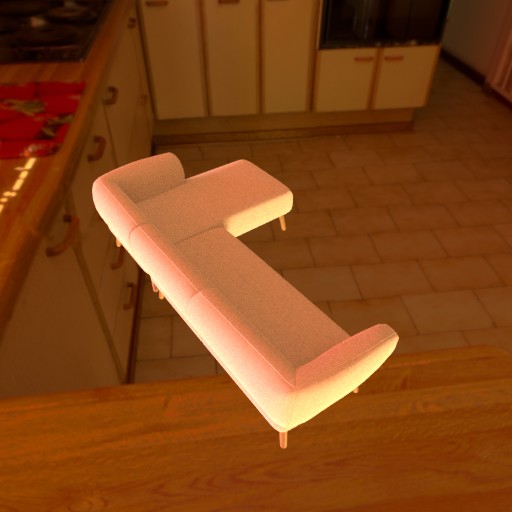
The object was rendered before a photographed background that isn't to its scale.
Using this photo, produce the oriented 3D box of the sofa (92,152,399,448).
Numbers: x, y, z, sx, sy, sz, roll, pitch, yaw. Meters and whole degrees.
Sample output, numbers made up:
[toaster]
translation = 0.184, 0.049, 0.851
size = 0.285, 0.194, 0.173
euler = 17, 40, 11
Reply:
[sofa]
translation = 0.000, 0.000, 3.440
size = 1.610, 0.730, 2.660
euler = -26, 47, -27
